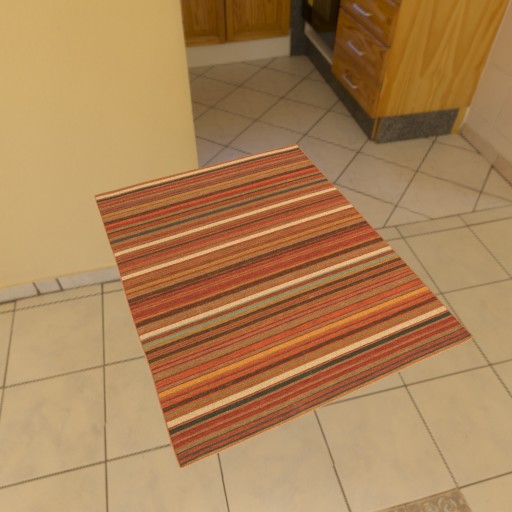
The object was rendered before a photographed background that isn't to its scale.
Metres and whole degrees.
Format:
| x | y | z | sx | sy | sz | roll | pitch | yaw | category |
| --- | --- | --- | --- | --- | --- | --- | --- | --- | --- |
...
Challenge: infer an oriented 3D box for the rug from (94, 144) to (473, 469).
| x | y | z | sx | sy | sz | roll | pitch | yaw | category |
| --- | --- | --- | --- | --- | --- | --- | --- | --- | --- |
| 0.000 | 0.000 | 4.180 | 2.479 | 0.023 | 3.092 | -18 | 49 | -16 | rug |
